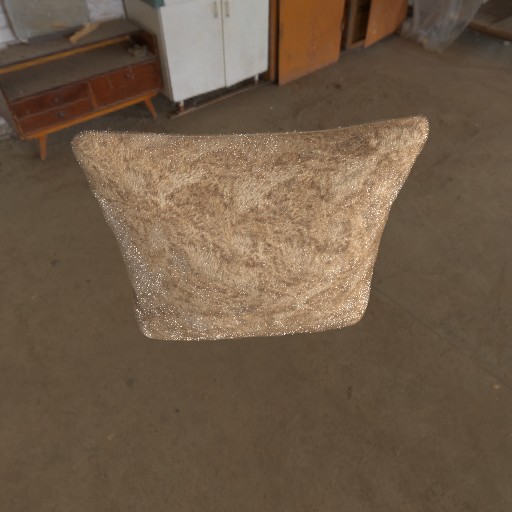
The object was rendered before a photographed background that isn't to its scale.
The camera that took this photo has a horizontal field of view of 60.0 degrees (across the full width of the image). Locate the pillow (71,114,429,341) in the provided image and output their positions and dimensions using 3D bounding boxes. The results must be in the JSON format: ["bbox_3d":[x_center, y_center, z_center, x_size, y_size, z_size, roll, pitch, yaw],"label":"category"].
[{"bbox_3d":[0.000,0.000,0.823,0.538,0.525,0.216,-3,47,-3],"label":"pillow"}]
